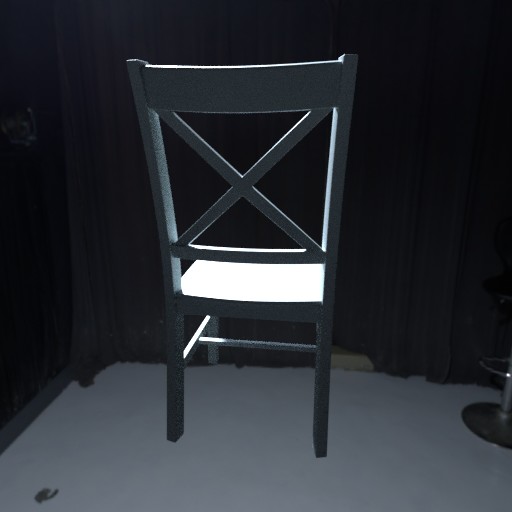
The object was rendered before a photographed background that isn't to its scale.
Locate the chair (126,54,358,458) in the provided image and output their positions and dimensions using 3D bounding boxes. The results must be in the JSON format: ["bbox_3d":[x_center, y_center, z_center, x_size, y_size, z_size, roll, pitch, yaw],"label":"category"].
[{"bbox_3d":[0.000,0.000,1.277,0.485,0.983,0.542,2,16,8],"label":"chair"}]
